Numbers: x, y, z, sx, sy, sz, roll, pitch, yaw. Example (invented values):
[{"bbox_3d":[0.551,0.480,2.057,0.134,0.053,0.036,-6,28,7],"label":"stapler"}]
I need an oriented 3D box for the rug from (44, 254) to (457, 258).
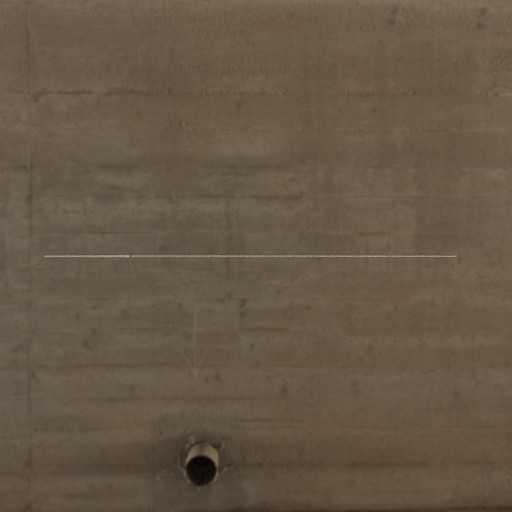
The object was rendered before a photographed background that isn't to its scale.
[{"bbox_3d":[0.000,0.000,3.528,2.746,0.018,1.819,0,0,-37],"label":"rug"}]
